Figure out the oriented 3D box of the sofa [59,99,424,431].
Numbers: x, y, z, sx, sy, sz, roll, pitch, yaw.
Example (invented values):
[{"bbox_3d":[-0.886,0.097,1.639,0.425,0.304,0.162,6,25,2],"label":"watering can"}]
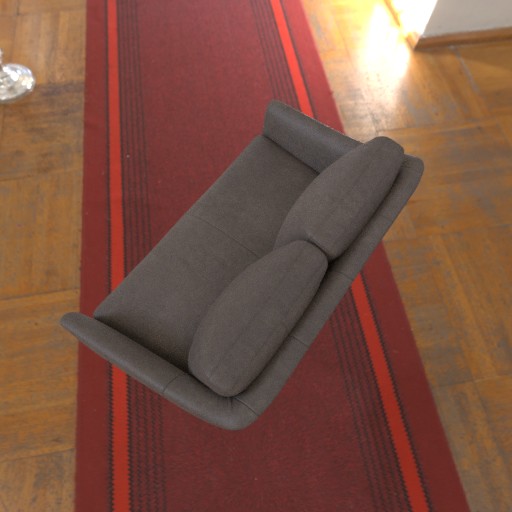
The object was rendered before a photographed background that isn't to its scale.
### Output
[{"bbox_3d":[0.000,0.000,2.187,0.960,0.902,1.619,33,68,15],"label":"sofa"}]
